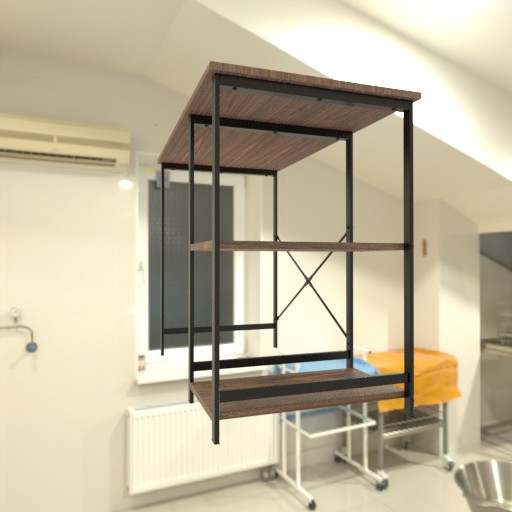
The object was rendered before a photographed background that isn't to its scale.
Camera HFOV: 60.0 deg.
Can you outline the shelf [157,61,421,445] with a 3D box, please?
[{"bbox_3d":[0.000,0.000,1.365,0.498,0.750,0.902,0,-1,-19],"label":"shelf"}]
